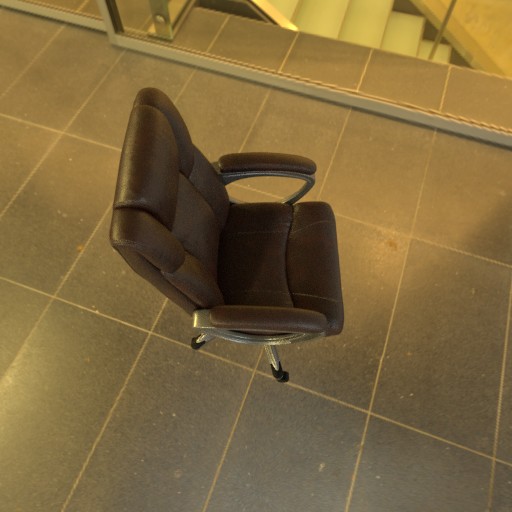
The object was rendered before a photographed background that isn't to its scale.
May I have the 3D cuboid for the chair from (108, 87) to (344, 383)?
[{"bbox_3d":[0.000,0.000,1.582,0.692,1.128,0.656,0,62,0],"label":"chair"}]
